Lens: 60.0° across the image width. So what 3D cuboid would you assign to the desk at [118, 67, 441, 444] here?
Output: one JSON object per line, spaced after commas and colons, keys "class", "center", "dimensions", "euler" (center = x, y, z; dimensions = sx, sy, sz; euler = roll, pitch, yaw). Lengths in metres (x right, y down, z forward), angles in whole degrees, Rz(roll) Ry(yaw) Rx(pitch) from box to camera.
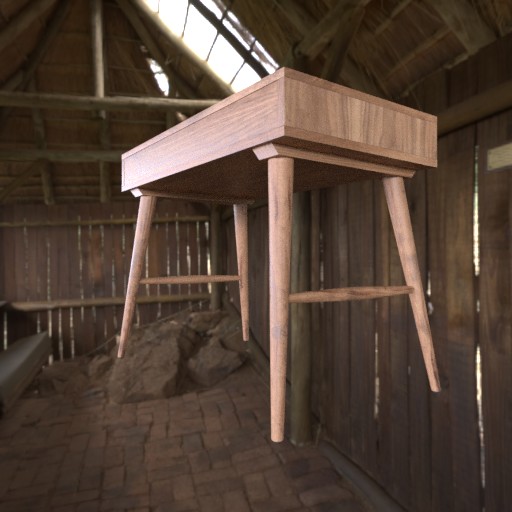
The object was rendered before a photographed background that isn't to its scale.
{"class": "desk", "center": [0.000, 0.000, 1.435], "dimensions": [0.588, 0.758, 0.949], "euler": [0, 0, -36]}
